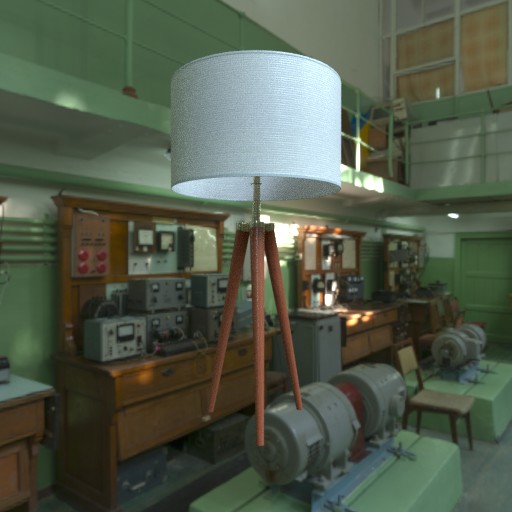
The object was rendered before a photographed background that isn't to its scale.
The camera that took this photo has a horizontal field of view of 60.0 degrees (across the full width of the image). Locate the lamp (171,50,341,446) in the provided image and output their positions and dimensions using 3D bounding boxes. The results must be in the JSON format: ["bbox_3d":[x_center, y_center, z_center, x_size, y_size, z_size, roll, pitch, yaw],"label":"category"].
[{"bbox_3d":[0.000,0.000,0.940,0.354,0.709,0.355,0,0,37],"label":"lamp"}]
